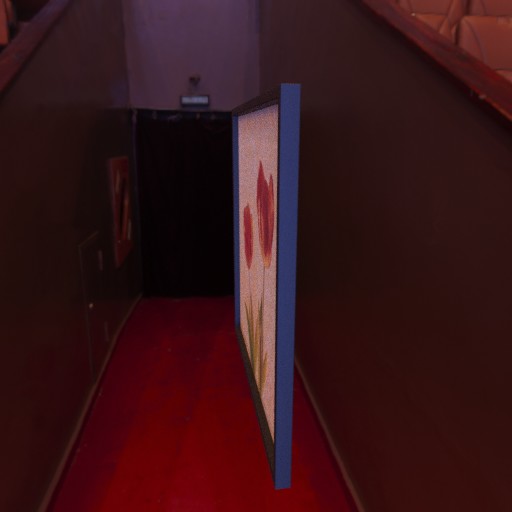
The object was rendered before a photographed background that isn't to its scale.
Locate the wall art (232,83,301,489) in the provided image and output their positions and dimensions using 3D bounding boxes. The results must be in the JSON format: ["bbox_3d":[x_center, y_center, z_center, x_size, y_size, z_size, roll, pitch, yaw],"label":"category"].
[{"bbox_3d":[0.000,0.000,1.218,0.043,0.807,0.805,-2,16,-8],"label":"wall art"}]
